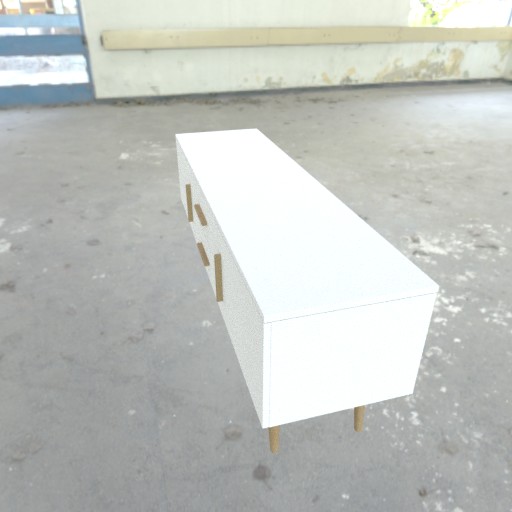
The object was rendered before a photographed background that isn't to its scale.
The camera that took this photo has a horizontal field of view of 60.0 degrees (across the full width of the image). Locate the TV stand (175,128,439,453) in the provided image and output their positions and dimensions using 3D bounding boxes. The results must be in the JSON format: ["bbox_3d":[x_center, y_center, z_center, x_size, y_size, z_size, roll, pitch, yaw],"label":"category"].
[{"bbox_3d":[0.000,0.000,1.600,0.401,0.560,1.398,-8,31,-14],"label":"TV stand"}]
